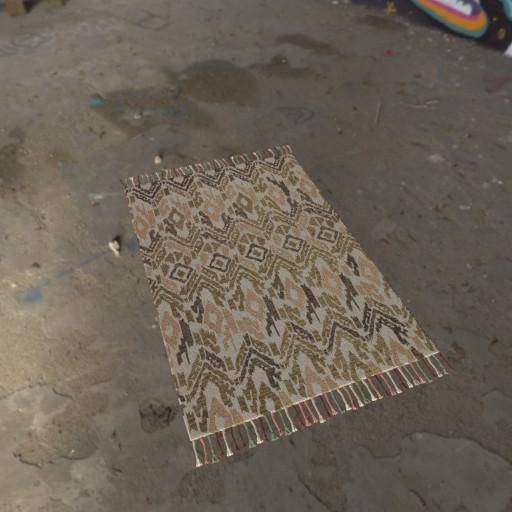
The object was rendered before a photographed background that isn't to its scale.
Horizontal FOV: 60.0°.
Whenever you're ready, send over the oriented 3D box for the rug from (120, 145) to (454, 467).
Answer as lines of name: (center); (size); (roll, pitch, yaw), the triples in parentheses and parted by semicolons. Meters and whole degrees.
rug: (0.000, 0.000, 3.070); (1.524, 0.008, 2.438); (-15, 48, -14)
